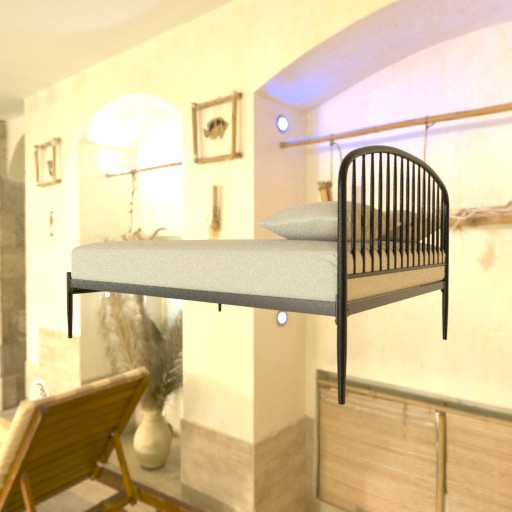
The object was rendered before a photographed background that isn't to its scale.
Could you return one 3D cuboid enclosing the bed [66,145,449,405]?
[{"bbox_3d":[0.000,0.000,3.104,2.159,1.166,1.618,1,2,38],"label":"bed"}]
